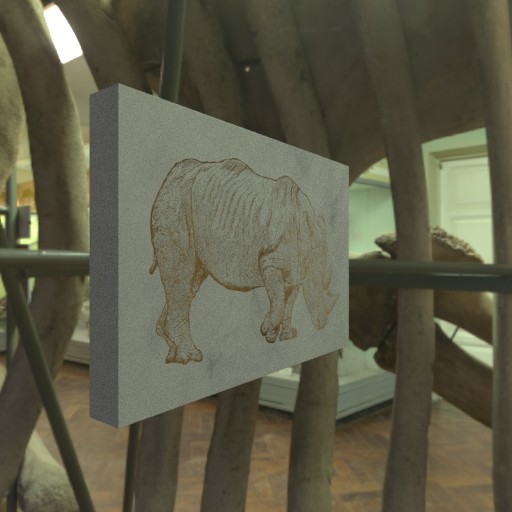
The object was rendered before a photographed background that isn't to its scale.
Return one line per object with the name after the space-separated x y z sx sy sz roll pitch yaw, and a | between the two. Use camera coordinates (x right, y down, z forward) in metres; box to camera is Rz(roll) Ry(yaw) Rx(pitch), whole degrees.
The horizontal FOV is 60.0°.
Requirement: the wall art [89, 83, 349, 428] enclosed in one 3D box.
0.000 0.000 0.488 0.038 0.254 0.381 0 0 38 | wall art
